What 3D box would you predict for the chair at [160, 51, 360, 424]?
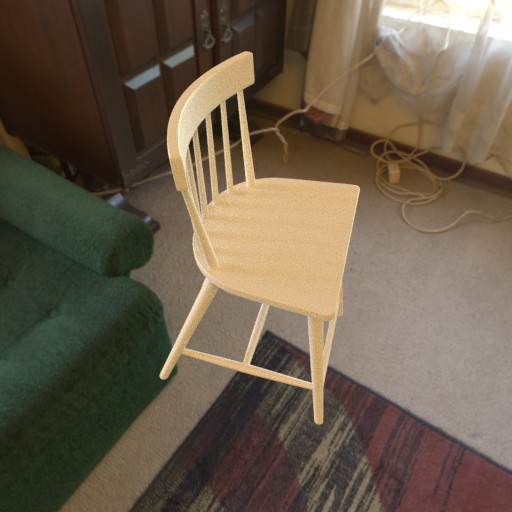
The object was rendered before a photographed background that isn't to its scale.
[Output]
[{"bbox_3d":[0.000,0.000,1.274,0.572,0.952,0.483,12,48,11],"label":"chair"}]
